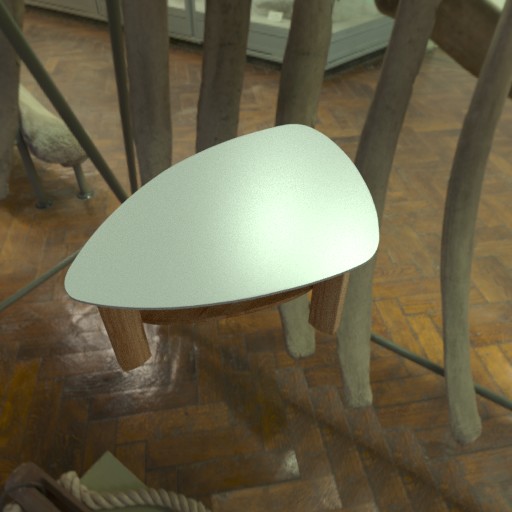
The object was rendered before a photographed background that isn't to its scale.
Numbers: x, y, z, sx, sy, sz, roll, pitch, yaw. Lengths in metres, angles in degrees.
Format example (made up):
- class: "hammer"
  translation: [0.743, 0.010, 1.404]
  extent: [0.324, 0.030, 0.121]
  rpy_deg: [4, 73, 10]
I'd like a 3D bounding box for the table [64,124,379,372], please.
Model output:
- class: "table"
  translation: [0.000, 0.000, 1.666]
  extent: [0.850, 0.440, 1.250]
  rpy_deg: [26, 49, 26]
